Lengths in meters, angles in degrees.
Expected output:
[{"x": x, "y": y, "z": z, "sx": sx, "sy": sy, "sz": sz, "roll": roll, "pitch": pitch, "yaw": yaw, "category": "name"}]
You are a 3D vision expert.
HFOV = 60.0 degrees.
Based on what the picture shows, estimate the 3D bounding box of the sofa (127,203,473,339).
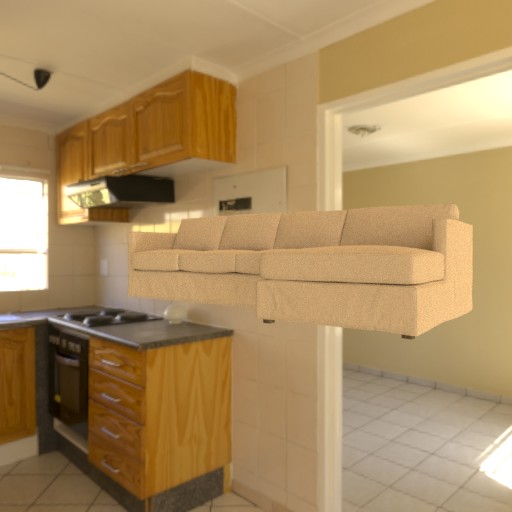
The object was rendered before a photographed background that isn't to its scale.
[{"x": 0.000, "y": 0.000, "z": 3.838, "sx": 3.177, "sy": 0.867, "sz": 1.622, "roll": 0, "pitch": 1, "yaw": 36, "category": "sofa"}]
